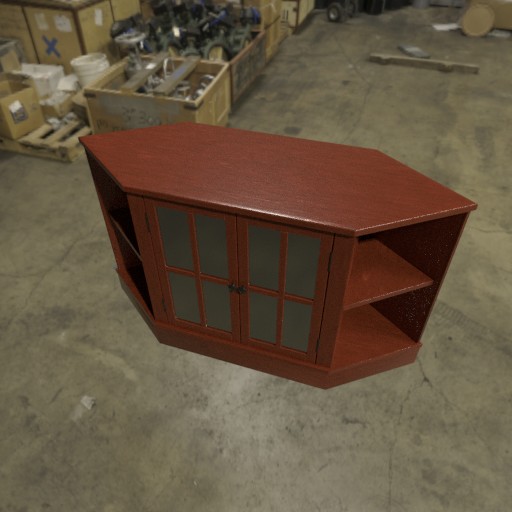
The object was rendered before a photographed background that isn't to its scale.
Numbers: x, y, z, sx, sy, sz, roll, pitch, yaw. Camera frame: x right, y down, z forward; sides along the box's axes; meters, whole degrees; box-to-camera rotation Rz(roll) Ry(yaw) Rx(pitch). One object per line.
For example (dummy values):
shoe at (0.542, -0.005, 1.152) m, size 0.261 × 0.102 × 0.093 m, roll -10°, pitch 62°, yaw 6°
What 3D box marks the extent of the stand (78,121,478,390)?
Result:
stand at (0.000, 0.000, 1.342) m, size 1.072 × 0.614 × 0.381 m, roll 12°, pitch 43°, yaw 14°
